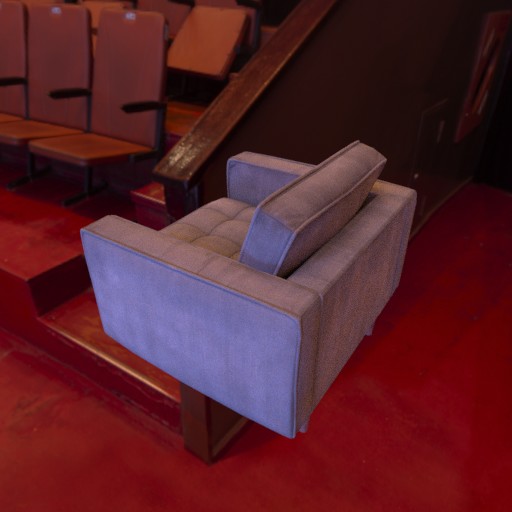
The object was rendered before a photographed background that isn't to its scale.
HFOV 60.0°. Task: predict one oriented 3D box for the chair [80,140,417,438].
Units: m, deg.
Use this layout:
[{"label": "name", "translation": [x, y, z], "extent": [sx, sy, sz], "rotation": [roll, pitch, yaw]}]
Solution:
[{"label": "chair", "translation": [0.000, 0.000, 1.601], "extent": [0.843, 0.773, 0.928], "rotation": [20, 37, 28]}]
